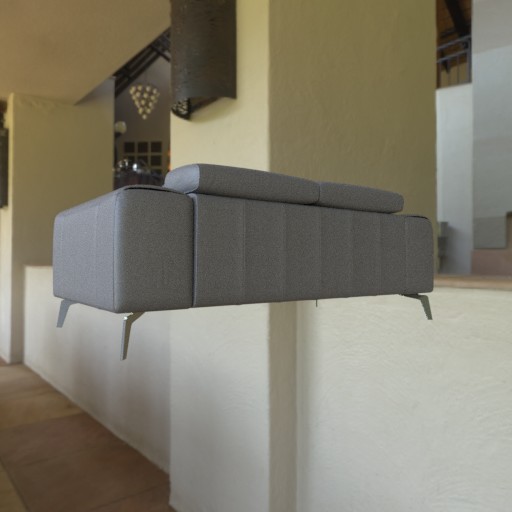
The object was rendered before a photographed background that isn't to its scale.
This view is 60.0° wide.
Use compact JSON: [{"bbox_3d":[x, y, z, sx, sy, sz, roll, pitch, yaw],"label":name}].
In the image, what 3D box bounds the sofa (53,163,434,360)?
[{"bbox_3d":[0.000,0.000,2.489,1.930,0.753,1.024,1,-1,-36],"label":"sofa"}]
